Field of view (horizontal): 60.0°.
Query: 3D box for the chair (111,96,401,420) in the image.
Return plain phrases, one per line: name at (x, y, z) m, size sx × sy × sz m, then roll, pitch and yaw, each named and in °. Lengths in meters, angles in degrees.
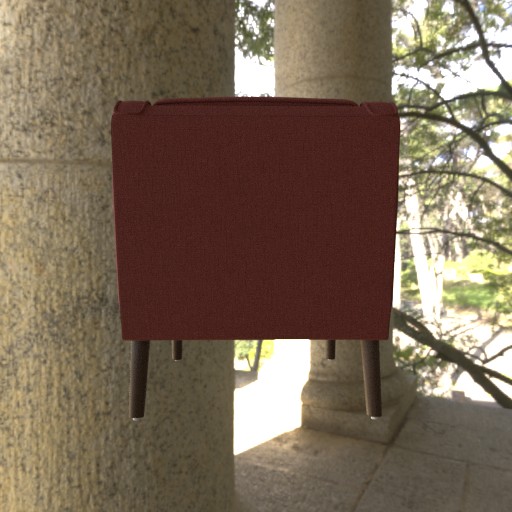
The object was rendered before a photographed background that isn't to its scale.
chair at (0.000, 0.000, 1.393) m, size 0.680 × 0.812 × 0.770 m, roll 0°, pitch 0°, yaw -1°
